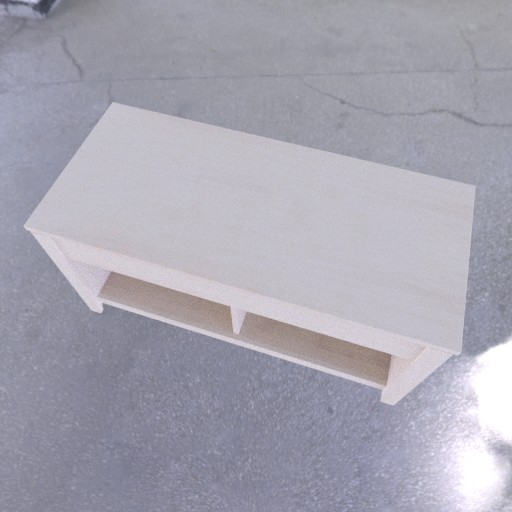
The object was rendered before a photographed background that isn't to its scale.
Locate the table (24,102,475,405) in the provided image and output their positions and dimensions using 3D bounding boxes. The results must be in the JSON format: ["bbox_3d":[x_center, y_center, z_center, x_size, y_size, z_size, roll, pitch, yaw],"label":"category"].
[{"bbox_3d":[0.000,0.000,1.292,1.016,0.483,0.457,15,60,9],"label":"table"}]
